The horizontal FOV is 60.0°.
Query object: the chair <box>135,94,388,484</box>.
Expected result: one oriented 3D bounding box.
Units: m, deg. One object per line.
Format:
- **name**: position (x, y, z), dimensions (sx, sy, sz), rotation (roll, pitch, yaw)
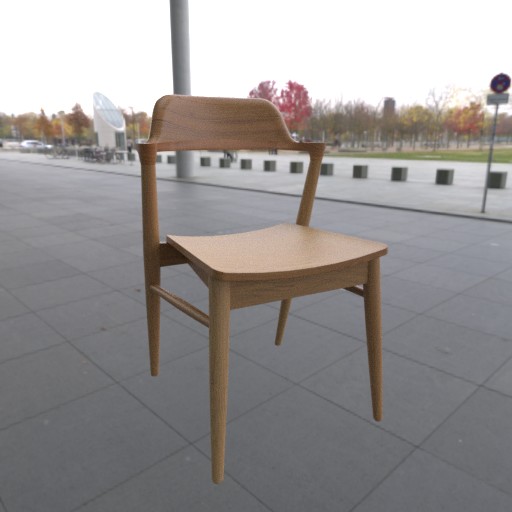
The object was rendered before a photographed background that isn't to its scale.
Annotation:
- **chair**: position (0.000, 0.000, 1.111), dimensions (0.512, 0.792, 0.499), rotation (-8, 17, -27)
